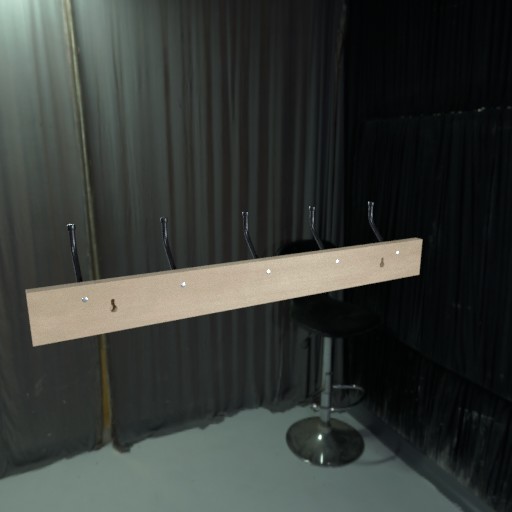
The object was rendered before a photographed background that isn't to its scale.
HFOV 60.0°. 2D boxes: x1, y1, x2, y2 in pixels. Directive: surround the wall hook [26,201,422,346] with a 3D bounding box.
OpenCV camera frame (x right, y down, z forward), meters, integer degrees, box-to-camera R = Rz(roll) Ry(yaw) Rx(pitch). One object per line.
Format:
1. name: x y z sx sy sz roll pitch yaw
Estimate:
1. wall hook: 0.000 0.000 0.615 0.571 0.117 0.071 -7 16 -27
